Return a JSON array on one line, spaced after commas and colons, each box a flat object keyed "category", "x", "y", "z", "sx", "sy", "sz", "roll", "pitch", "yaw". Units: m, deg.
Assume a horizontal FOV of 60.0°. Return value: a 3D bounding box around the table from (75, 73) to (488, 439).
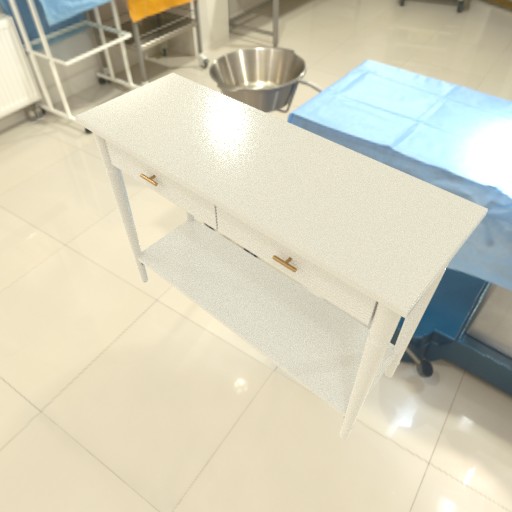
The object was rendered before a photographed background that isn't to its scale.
[{"category": "table", "x": 0.000, "y": 0.000, "z": 1.417, "sx": 1.067, "sy": 0.749, "sz": 0.381, "roll": 32, "pitch": 54, "yaw": 27}]
